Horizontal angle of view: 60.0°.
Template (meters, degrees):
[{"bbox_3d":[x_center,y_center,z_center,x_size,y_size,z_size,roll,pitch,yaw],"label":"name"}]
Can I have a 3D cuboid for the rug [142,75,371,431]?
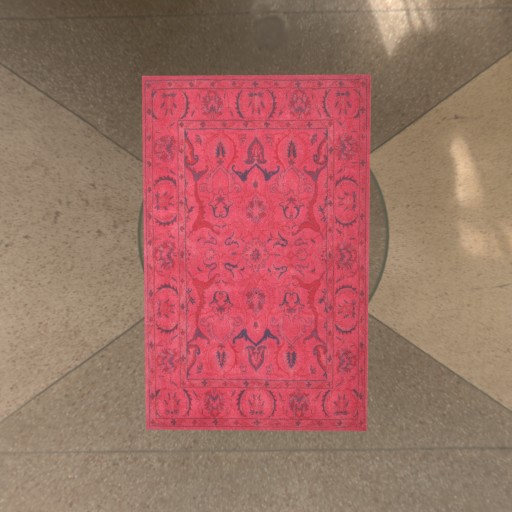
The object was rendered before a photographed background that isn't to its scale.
[{"bbox_3d":[0.000,0.000,3.023,1.534,0.010,2.423,0,93,1],"label":"rug"}]
